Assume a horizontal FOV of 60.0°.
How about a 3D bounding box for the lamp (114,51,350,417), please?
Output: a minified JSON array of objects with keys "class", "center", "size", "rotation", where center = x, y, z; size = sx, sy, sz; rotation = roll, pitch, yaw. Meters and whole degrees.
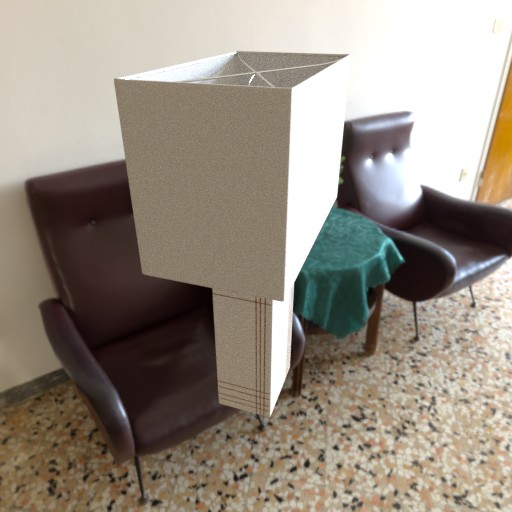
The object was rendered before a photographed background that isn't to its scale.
[{"class":"lamp","center":[0.000,0.000,0.678],"size":[0.182,0.543,0.334],"rotation":[10,31,17]}]
